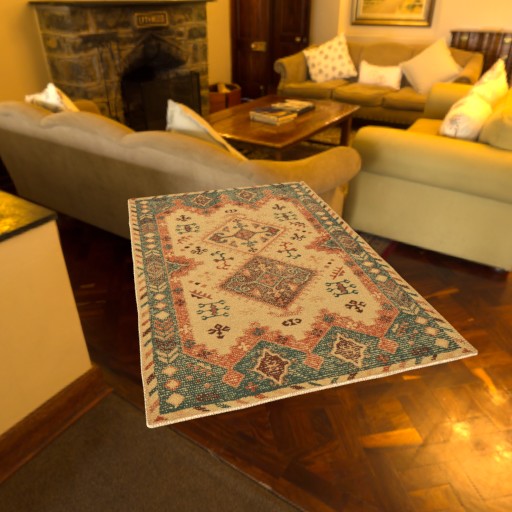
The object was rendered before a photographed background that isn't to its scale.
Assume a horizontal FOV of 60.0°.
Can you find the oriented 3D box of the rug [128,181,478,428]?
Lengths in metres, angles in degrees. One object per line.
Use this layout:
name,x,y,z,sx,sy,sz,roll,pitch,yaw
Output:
rug,0.000,0.000,2.273,1.225,0.015,1.840,-8,32,-14
